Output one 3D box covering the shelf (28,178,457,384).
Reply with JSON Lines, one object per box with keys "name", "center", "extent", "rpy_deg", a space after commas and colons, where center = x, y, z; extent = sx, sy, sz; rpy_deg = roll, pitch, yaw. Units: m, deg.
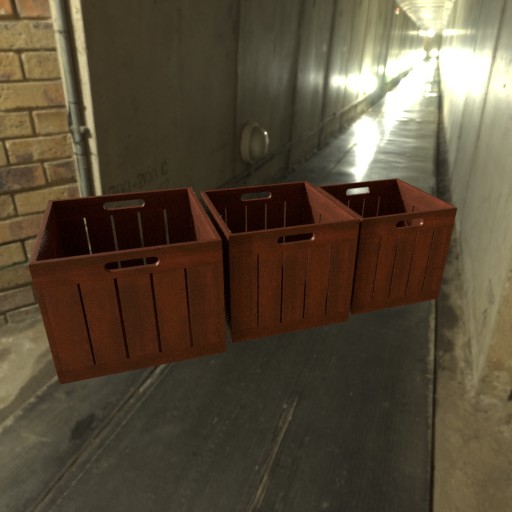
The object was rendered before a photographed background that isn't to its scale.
{"name": "shelf", "center": [0.000, 0.000, 1.253], "extent": [1.064, 0.311, 0.393], "rpy_deg": [-8, 28, -15]}
